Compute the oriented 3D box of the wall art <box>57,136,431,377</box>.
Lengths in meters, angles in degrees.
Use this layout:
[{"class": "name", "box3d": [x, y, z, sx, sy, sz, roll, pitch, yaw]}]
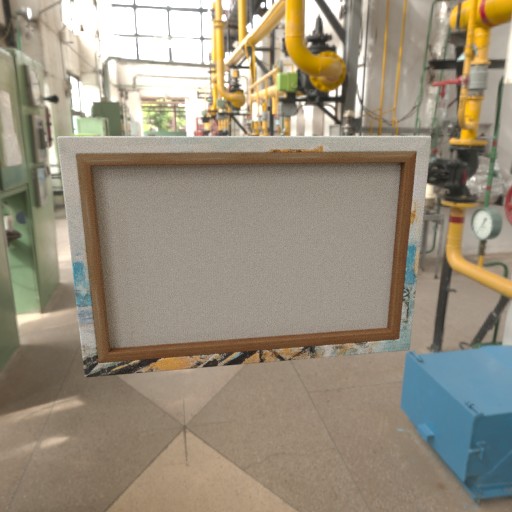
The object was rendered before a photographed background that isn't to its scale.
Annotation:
[{"class": "wall art", "box3d": [0.000, 0.000, 1.167, 0.913, 0.609, 0.038, -3, 16, -9]}]
